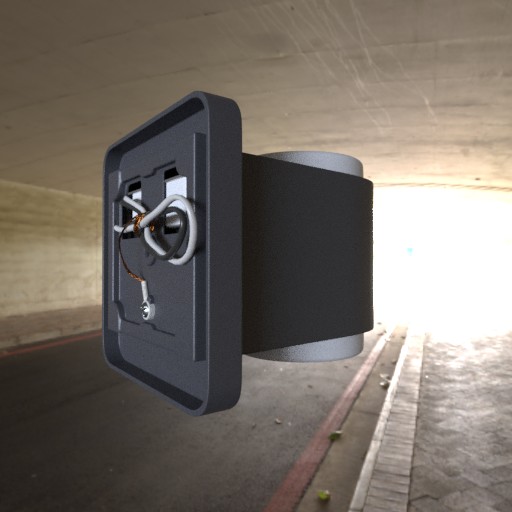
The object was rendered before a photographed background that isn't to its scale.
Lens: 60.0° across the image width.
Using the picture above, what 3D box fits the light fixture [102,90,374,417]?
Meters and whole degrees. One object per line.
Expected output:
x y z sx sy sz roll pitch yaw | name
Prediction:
0.000 0.000 0.217 0.132 0.109 0.109 0 -1 -36 | light fixture
